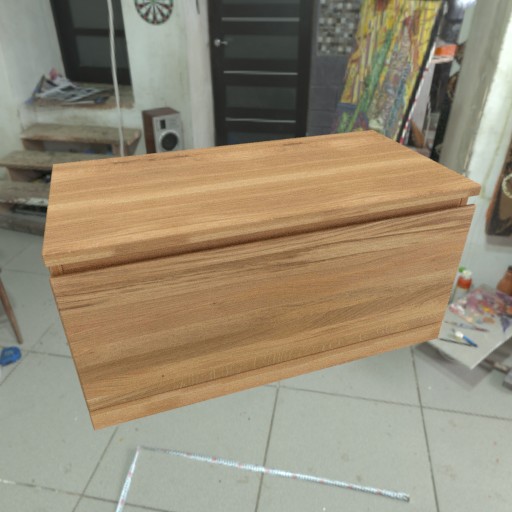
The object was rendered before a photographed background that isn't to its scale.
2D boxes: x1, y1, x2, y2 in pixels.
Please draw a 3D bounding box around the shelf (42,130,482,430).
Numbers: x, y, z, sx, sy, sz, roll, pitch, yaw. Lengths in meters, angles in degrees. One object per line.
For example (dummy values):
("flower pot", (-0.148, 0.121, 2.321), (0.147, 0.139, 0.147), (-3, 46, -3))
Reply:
("shelf", (0.000, 0.000, 1.022), (0.800, 0.400, 0.400), (-10, 33, -16))
